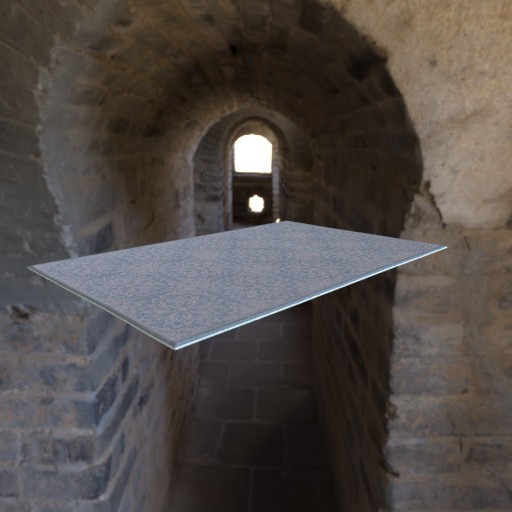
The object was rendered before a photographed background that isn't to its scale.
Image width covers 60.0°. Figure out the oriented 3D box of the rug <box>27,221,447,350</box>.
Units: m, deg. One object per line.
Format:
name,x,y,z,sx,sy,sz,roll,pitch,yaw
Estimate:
rug,0.000,0.000,3.431,2.746,0.018,1.819,-13,19,-43
